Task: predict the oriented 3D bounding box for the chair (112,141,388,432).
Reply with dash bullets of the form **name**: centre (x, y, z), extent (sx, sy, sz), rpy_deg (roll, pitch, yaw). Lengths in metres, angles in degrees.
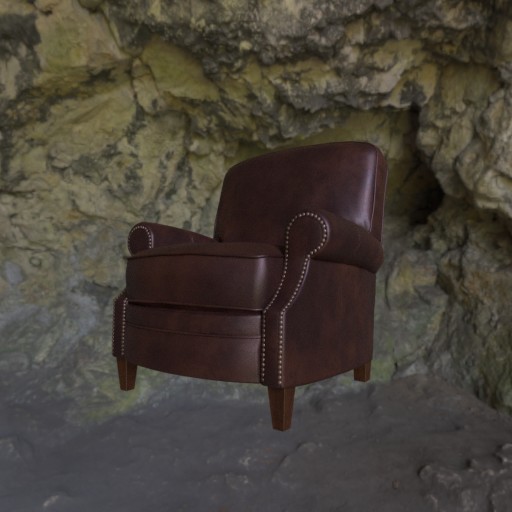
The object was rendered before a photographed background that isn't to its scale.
- **chair**: centre (0.000, 0.000, 1.785), extent (0.936, 1.018, 0.986), rpy_deg (-1, -2, 36)
